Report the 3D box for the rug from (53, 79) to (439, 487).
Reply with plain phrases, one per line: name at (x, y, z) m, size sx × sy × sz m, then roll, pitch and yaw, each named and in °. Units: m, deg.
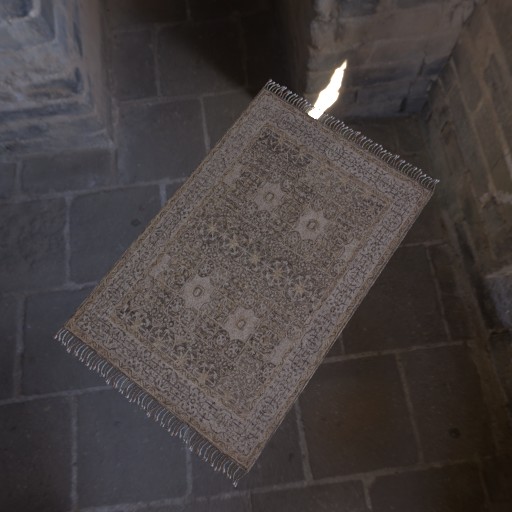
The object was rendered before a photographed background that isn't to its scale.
rug at (0.000, 0.000, 2.496) m, size 1.237 × 0.010 × 2.029 m, roll 35°, pitch 77°, yaw 9°
